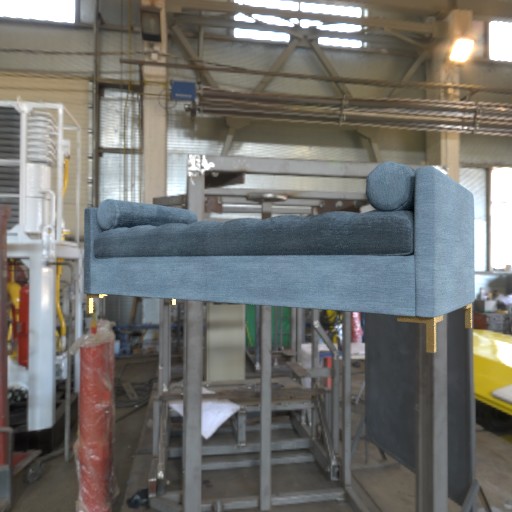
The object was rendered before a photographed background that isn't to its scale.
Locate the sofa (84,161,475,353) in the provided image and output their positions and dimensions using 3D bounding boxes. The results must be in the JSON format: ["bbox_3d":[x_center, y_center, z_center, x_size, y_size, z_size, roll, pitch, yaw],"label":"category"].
[{"bbox_3d":[0.000,0.000,2.450,2.102,0.705,0.796,-1,-1,36],"label":"sofa"}]
